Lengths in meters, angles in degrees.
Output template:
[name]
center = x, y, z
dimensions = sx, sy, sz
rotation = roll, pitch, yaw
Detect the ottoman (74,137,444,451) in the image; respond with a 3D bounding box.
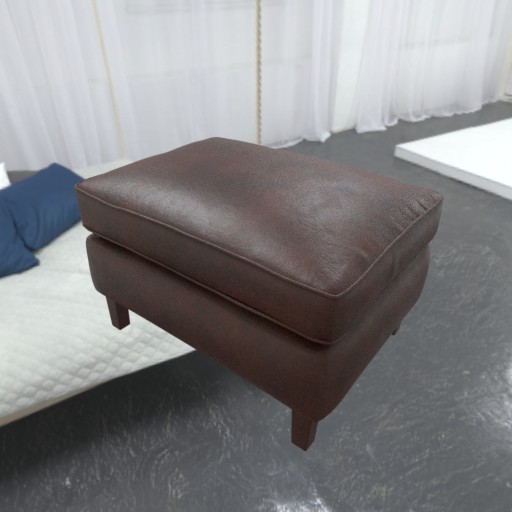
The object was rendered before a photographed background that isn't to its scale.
[ottoman]
center = 0.000, 0.000, 1.013
dimensions = 0.665, 0.432, 0.501
rotation = 22, 38, 32
